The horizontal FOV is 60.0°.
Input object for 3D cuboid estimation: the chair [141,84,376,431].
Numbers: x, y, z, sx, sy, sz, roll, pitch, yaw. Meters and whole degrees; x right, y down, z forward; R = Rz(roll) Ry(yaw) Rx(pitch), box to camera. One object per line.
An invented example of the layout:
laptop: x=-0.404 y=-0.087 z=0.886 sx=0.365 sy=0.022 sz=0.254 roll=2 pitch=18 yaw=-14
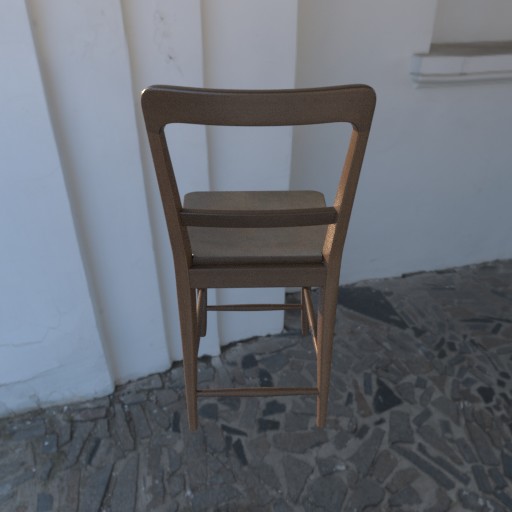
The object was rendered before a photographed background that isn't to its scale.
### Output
chair: x=0.000 y=0.000 z=1.264 sx=0.450 sy=0.991 sz=0.546 roll=-1 pitch=29 yaw=-1
